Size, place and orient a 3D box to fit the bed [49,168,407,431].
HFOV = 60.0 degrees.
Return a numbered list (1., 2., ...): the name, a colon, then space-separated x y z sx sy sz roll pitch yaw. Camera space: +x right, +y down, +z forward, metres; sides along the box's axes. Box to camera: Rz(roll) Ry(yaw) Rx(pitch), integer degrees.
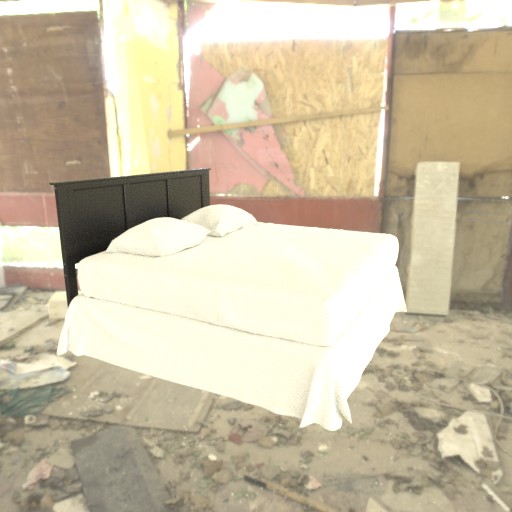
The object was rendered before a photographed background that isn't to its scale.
1. bed: 0.000 0.000 3.659 2.219 1.271 2.315 7 16 26
